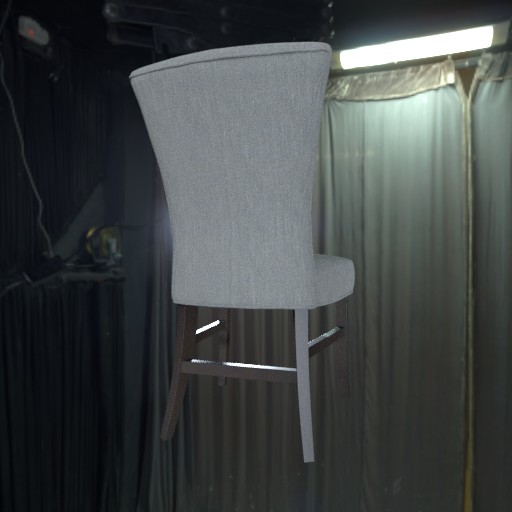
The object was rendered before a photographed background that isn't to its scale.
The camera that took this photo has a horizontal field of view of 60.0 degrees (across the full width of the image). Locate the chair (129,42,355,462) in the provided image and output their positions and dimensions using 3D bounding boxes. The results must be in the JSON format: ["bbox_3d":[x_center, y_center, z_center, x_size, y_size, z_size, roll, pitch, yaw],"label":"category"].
[{"bbox_3d":[0.000,0.000,1.319,0.520,0.991,0.660,0,1,18],"label":"chair"}]
